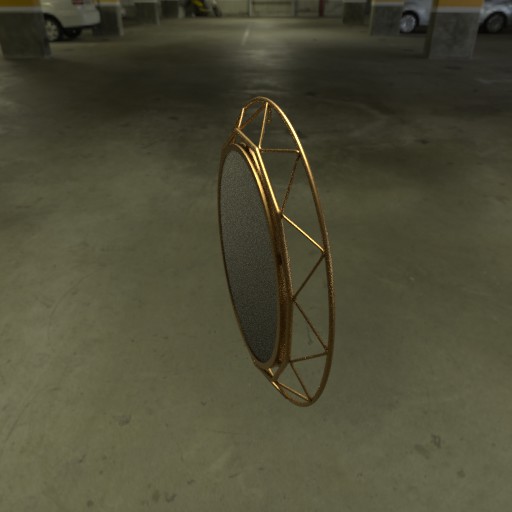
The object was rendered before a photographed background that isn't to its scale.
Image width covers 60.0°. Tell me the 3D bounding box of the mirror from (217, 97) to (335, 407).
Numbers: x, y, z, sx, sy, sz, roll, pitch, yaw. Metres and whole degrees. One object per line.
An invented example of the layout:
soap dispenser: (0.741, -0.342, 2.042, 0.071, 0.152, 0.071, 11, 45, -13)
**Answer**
mirror: (0.000, 0.000, 0.674, 0.043, 0.454, 0.454, -9, 32, -15)
